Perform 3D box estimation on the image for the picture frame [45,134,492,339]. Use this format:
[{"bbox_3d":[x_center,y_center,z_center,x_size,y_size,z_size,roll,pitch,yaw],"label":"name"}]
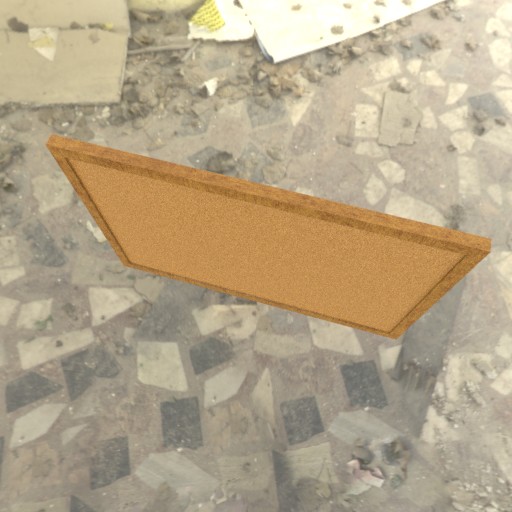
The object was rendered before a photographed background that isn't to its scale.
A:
[{"bbox_3d":[0.000,0.000,1.170,0.922,0.621,0.029,15,65,7],"label":"picture frame"}]
